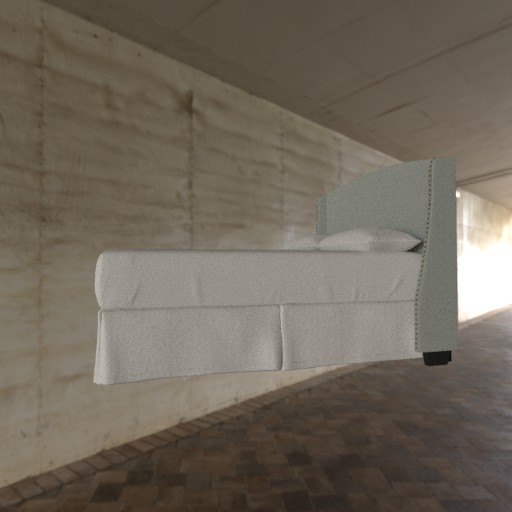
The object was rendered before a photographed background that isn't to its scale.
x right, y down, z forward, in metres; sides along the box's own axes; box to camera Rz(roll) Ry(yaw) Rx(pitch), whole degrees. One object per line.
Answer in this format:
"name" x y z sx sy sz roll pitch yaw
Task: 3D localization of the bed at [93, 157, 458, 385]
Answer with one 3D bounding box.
"bed" 0.000 0.000 3.341 2.237 1.407 1.710 0 -1 -17
